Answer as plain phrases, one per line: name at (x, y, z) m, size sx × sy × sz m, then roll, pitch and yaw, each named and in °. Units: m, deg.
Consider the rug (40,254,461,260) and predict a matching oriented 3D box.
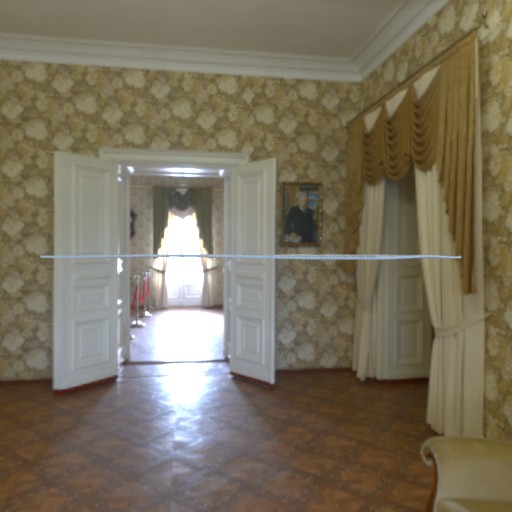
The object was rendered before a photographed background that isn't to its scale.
rug at (0.000, 0.000, 4.243) m, size 3.237 × 0.046 × 2.461 m, roll 0°, pitch 0°, yaw 35°
